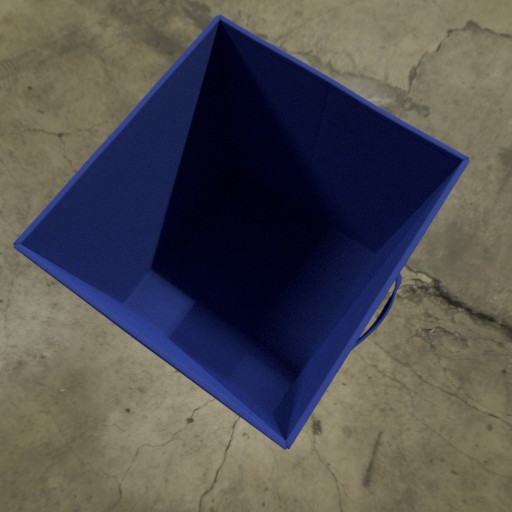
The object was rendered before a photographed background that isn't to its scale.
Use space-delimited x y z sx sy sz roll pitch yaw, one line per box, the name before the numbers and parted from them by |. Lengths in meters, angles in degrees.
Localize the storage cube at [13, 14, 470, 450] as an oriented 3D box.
storage cube | 0.000 0.000 0.477 0.270 0.280 0.270 34 77 9
